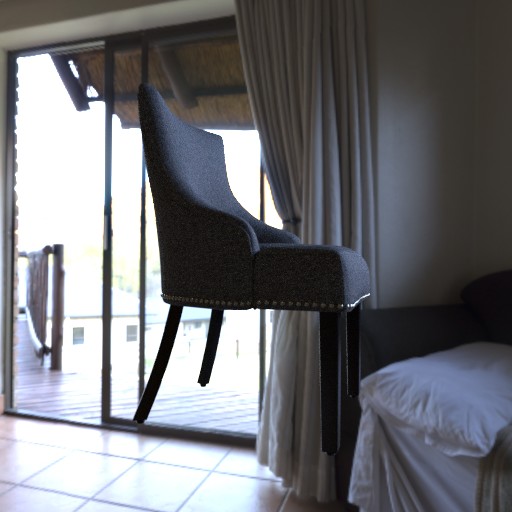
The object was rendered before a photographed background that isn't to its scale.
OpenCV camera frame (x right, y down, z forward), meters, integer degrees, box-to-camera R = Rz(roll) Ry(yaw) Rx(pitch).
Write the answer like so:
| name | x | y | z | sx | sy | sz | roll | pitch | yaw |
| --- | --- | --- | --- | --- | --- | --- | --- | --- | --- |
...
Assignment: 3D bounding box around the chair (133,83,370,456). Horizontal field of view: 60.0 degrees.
| name | x | y | z | sx | sy | sz | roll | pitch | yaw |
| --- | --- | --- | --- | --- | --- | --- | --- | --- | --- |
| chair | 0.000 | 0.000 | 1.316 | 0.629 | 0.909 | 0.566 | -1 | -2 | 19 |
